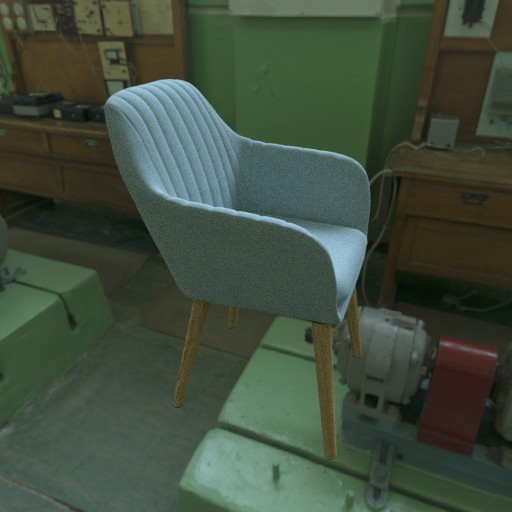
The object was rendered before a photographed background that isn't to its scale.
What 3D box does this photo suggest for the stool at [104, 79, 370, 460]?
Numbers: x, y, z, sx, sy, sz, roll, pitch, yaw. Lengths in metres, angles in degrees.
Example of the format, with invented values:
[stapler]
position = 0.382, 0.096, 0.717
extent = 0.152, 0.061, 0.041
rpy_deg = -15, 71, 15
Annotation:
[stool]
position = 0.000, 0.000, 1.174
extent = 0.590, 0.830, 0.503
rpy_deg = 11, 31, 18
